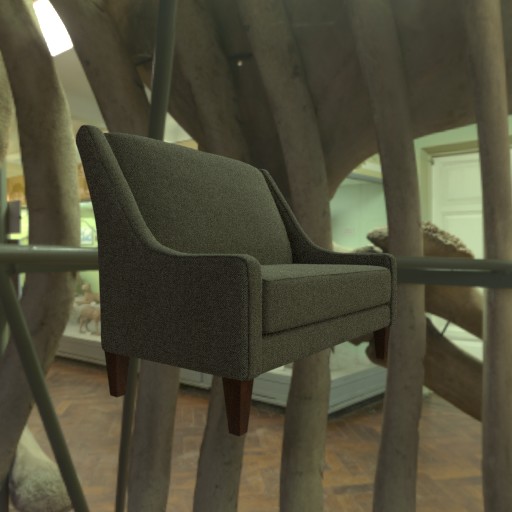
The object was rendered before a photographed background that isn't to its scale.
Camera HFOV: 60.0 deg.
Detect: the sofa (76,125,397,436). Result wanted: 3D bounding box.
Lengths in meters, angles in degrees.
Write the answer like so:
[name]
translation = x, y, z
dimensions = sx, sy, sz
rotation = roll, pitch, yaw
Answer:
[sofa]
translation = 0.000, 0.000, 1.954
dimensions = 0.870, 1.021, 1.242
rotation = 0, 1, 37
